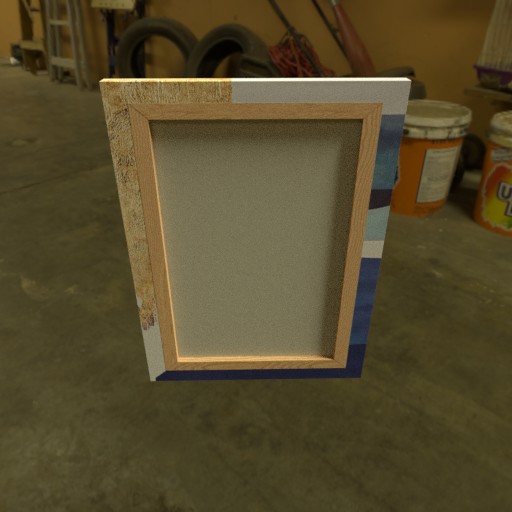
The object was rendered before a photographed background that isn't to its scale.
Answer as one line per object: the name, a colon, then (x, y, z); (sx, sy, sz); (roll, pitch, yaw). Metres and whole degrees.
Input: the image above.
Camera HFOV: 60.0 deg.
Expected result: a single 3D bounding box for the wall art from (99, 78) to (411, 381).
wall art: (0.000, 0.000, 0.819); (0.458, 0.613, 0.026); (-1, 31, -1)
